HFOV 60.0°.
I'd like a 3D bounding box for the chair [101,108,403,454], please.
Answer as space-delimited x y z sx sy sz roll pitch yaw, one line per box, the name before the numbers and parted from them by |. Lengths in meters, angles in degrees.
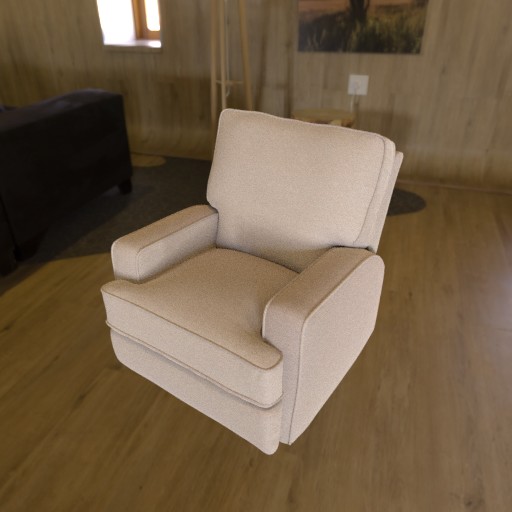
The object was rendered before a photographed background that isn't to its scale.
chair | 0.000 0.000 1.744 0.861 0.964 0.969 19 35 30
